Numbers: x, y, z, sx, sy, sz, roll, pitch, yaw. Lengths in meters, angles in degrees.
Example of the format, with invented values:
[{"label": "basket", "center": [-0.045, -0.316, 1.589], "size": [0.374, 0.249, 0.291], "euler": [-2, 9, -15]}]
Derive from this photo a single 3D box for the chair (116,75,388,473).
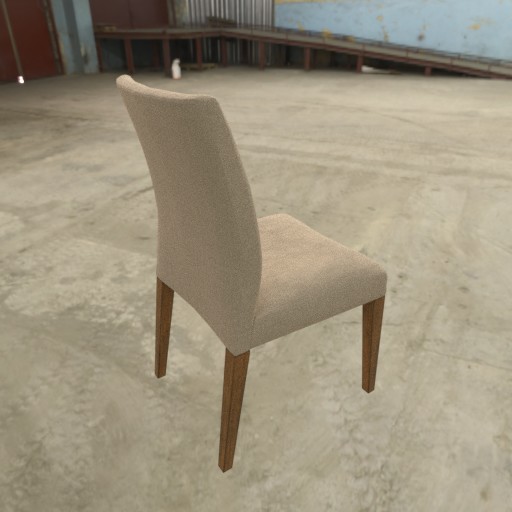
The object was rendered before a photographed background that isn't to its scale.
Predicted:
[{"label": "chair", "center": [0.000, 0.000, 1.240], "size": [0.585, 0.940, 0.496], "euler": [-18, 33, -30]}]
